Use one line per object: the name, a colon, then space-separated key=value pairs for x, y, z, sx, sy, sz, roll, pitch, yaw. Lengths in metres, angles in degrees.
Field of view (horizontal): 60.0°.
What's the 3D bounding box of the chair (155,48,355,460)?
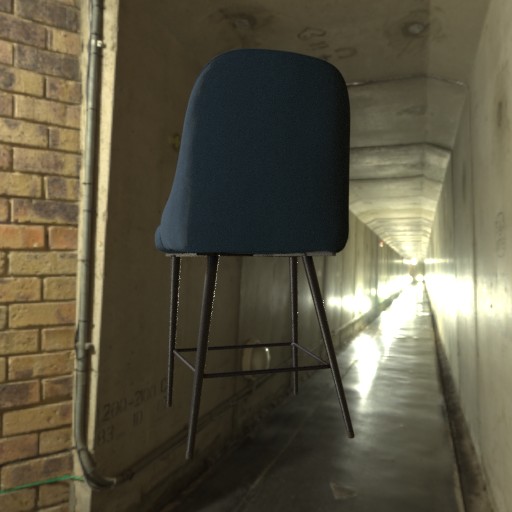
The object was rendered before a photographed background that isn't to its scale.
chair: x=0.000 y=0.000 z=1.237 sx=0.526 sy=0.927 sz=0.489 roll=0 pitch=-1 yaw=-17
